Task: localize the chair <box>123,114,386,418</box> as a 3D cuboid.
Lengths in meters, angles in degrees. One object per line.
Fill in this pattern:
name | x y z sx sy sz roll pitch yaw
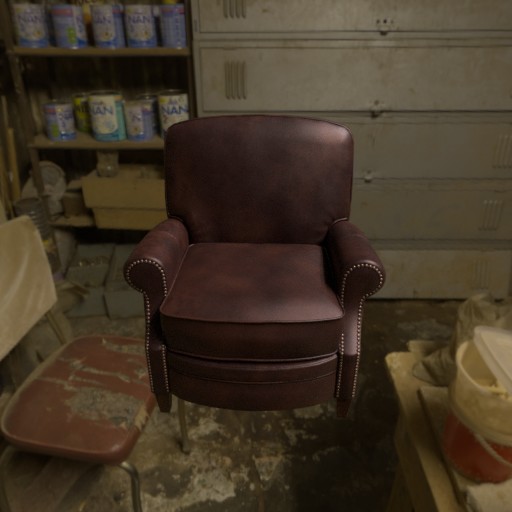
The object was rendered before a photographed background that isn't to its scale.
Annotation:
chair | 0.000 0.000 1.833 0.936 1.018 0.986 1 28 2
